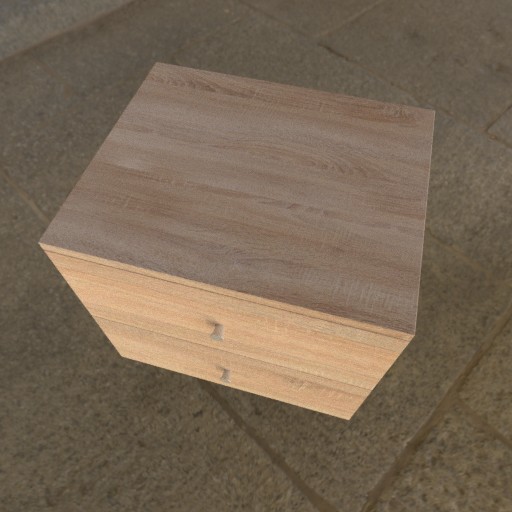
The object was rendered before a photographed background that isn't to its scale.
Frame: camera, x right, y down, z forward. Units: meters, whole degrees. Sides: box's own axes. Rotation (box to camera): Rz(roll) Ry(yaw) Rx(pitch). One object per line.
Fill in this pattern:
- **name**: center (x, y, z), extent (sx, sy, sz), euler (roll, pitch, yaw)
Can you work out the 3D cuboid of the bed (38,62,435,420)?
- **bed**: center (0.000, 0.000, 0.787), extent (0.460, 0.420, 0.401), euler (13, 58, 8)
